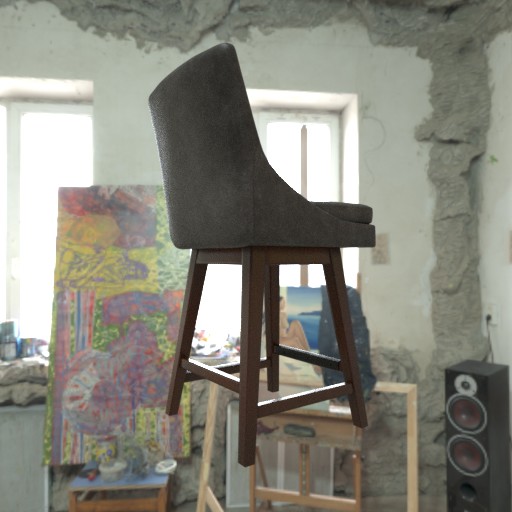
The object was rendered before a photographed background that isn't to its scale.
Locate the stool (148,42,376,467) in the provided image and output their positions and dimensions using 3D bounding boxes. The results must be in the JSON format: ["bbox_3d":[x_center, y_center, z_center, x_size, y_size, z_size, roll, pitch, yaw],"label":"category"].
[{"bbox_3d":[0.000,0.000,1.400,0.587,1.046,0.492,0,0,-36],"label":"stool"}]
